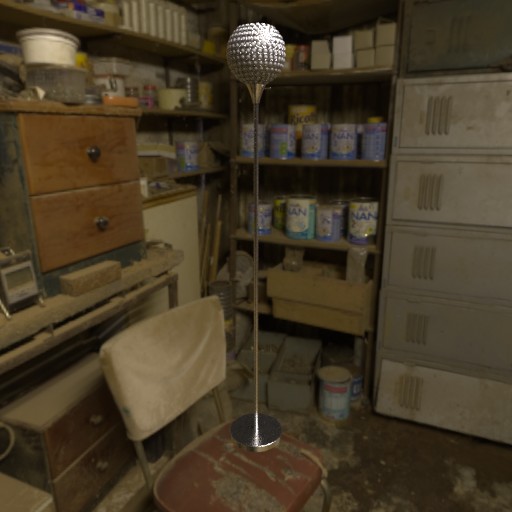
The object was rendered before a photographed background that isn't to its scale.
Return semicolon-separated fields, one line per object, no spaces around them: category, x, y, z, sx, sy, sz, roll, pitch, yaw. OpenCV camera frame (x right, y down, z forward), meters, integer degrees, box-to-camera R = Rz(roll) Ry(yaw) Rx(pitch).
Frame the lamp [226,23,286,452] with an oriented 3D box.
lamp;0.000;0.000;1.924;0.254;1.805;0.254;0;15;0
